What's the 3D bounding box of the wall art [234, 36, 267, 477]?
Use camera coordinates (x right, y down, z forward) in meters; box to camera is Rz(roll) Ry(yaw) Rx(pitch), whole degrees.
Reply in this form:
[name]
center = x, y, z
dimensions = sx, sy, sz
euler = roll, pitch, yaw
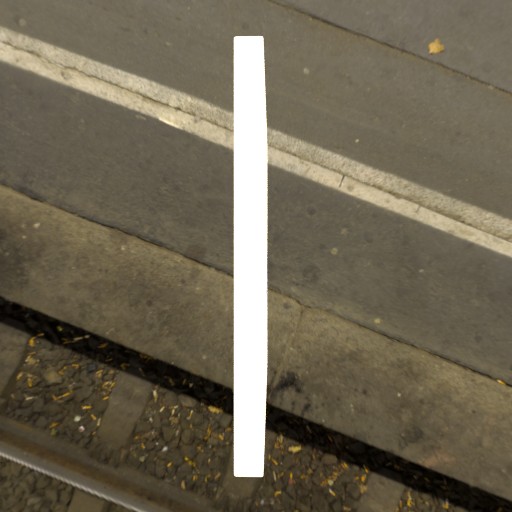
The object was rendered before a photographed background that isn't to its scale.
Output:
[wall art]
center = 0.000, 0.000, 1.596
dimensions = 0.071, 1.061, 1.061
euler = 0, 90, 2
